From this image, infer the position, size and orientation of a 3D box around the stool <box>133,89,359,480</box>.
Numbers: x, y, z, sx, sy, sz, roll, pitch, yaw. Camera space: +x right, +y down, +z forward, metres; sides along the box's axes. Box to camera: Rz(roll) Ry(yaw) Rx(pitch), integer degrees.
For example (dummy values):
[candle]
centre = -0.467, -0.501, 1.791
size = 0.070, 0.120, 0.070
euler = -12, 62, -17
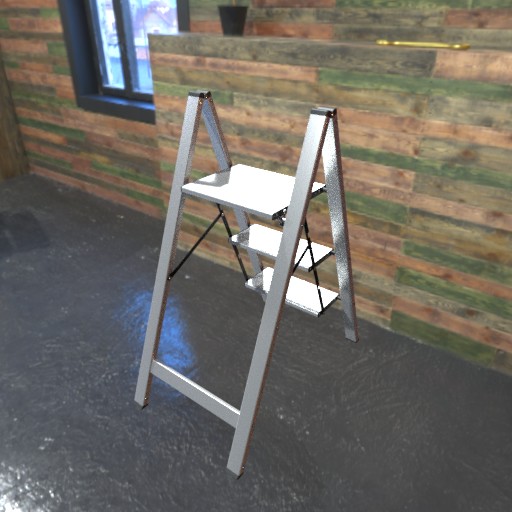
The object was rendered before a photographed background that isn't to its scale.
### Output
[stool]
centre = 0.000, 0.000, 1.331
size = 0.441, 0.902, 0.730
euler = 21, 35, 32
